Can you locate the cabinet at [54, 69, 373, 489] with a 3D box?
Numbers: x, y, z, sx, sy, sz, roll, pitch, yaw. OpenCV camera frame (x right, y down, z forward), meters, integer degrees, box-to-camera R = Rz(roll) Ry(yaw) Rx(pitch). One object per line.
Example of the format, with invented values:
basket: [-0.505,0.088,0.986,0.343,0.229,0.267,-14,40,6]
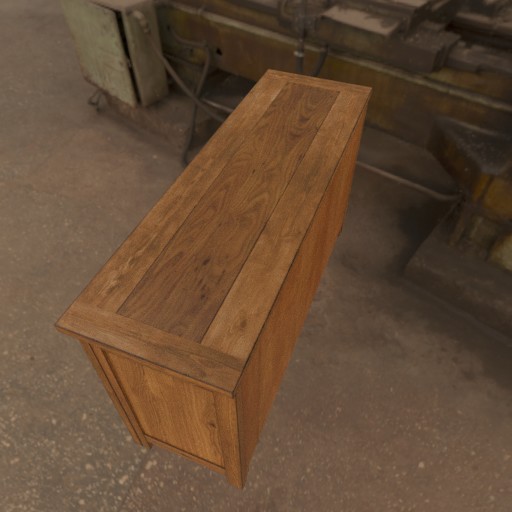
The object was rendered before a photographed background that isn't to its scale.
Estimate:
cabinet: [0.000,0.000,1.776,0.480,0.813,1.474,16,50,14]
